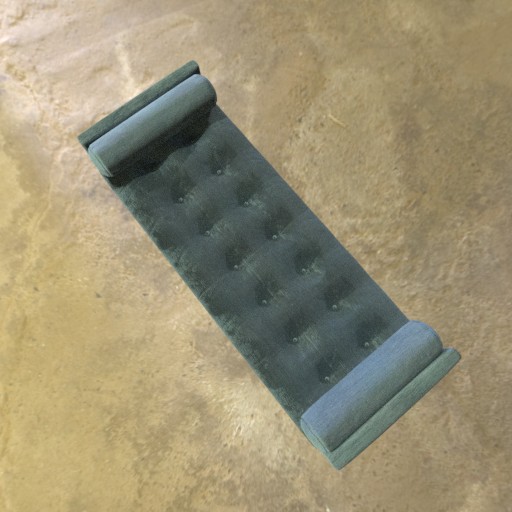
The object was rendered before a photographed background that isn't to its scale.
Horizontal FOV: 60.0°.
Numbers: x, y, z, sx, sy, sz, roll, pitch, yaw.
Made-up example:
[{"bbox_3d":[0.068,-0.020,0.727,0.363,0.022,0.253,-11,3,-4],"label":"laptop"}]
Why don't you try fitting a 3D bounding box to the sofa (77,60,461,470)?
[{"bbox_3d":[0.000,0.000,2.464,0.796,0.705,2.102,-38,78,-9],"label":"sofa"}]
